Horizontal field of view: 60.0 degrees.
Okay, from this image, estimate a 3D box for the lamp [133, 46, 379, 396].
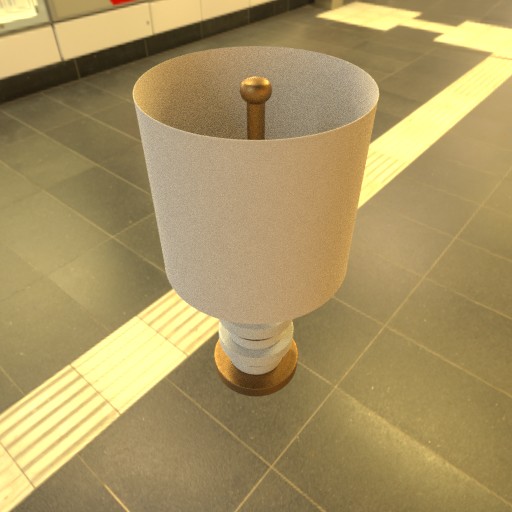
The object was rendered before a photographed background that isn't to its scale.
[{"bbox_3d":[0.000,0.000,0.518,0.210,0.410,0.210,14,44,15],"label":"lamp"}]
